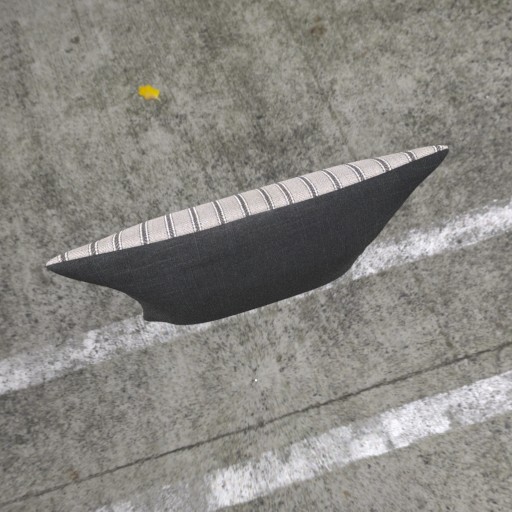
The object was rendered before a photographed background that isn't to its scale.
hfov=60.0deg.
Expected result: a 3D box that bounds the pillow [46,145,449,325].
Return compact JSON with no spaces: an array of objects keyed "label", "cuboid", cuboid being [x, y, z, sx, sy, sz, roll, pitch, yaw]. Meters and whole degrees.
[{"label":"pillow","cuboid":[0.000,0.000,0.692,0.468,0.444,0.138,-17,75,-5]}]
